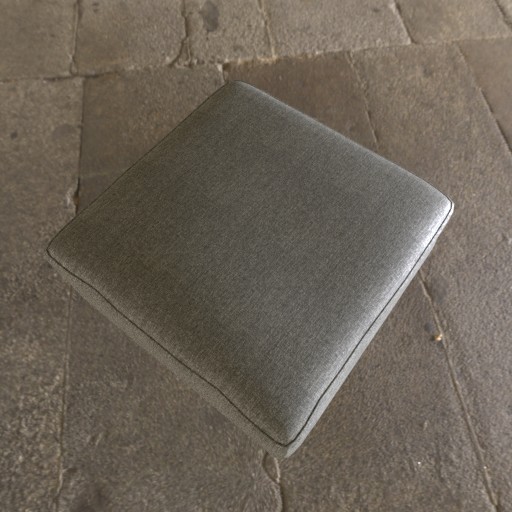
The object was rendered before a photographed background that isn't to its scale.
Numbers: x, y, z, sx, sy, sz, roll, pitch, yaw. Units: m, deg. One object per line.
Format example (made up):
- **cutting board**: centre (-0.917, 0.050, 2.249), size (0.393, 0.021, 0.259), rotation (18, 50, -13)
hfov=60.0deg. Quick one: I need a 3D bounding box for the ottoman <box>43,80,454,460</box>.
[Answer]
- **ottoman**: centre (0.000, 0.000, 1.364), size (0.838, 0.481, 0.838), rotation (34, 68, 16)
